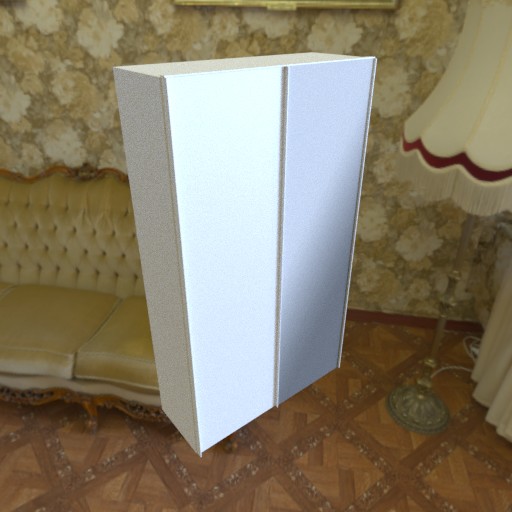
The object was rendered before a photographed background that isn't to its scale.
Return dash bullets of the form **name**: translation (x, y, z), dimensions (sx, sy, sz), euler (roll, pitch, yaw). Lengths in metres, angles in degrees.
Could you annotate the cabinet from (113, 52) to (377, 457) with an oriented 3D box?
- **cabinet**: translation (0.000, 0.000, 2.668), dimensions (1.250, 2.160, 0.480), euler (-21, 35, -33)
